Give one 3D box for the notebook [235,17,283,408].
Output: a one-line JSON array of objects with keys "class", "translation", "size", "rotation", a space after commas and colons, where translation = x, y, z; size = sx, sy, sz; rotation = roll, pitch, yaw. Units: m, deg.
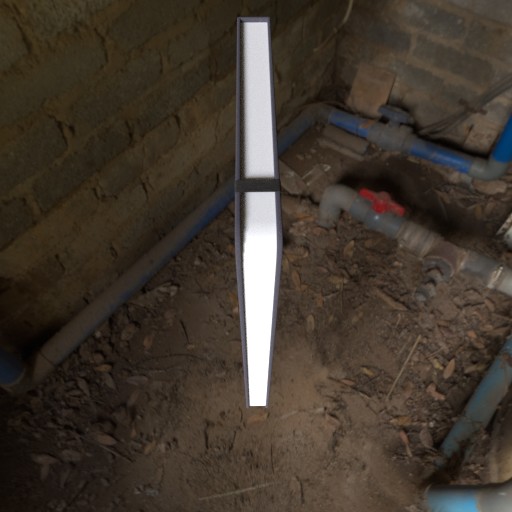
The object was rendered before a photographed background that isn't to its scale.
[{"class": "notebook", "translation": [0.000, 0.000, 0.260], "size": [0.016, 0.213, 0.127], "rotation": [-1, 58, 0]}]
